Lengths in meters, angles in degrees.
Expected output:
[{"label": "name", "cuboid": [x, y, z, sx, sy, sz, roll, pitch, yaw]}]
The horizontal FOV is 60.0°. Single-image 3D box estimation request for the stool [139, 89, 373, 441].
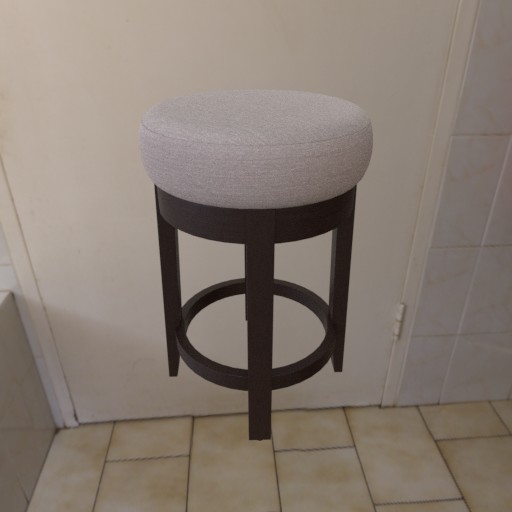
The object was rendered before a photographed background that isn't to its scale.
[{"label": "stool", "cuboid": [0.000, 0.000, 0.989, 0.443, 0.672, 0.443, 0, 29, 0]}]
